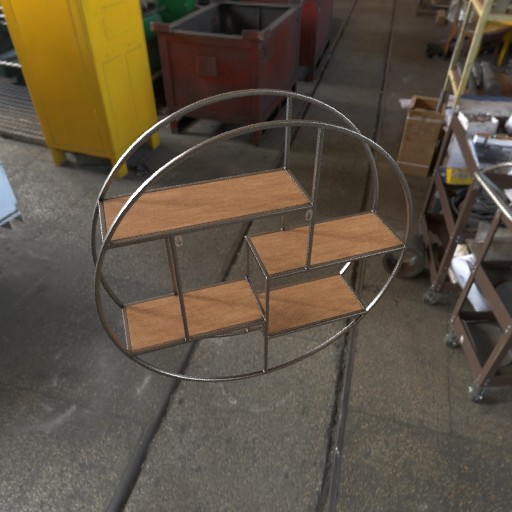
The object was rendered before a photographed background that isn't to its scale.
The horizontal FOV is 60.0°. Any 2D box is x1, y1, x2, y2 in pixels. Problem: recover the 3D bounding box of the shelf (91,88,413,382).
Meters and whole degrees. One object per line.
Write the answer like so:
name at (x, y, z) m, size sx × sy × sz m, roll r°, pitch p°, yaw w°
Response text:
shelf at (0.000, 0.000, 1.280) m, size 0.888 × 0.888 × 0.202 m, roll -12°, pitch 42°, yaw -14°
